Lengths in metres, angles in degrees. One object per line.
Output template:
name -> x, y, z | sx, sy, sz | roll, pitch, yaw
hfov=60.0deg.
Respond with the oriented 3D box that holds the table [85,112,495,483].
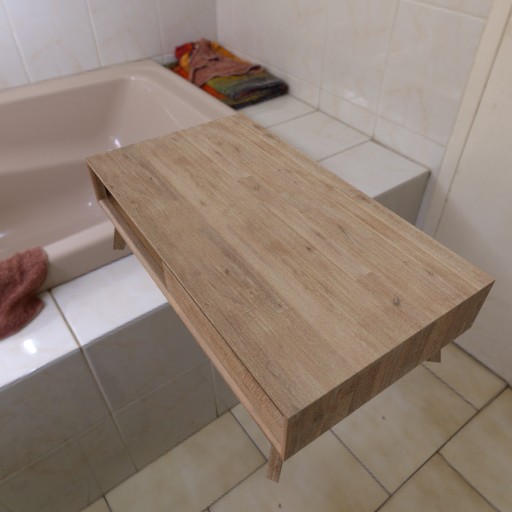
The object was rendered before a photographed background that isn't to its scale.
table -> 0.000, 0.000, 2.019 | 0.918, 0.531, 1.619 | -25, 48, -25
